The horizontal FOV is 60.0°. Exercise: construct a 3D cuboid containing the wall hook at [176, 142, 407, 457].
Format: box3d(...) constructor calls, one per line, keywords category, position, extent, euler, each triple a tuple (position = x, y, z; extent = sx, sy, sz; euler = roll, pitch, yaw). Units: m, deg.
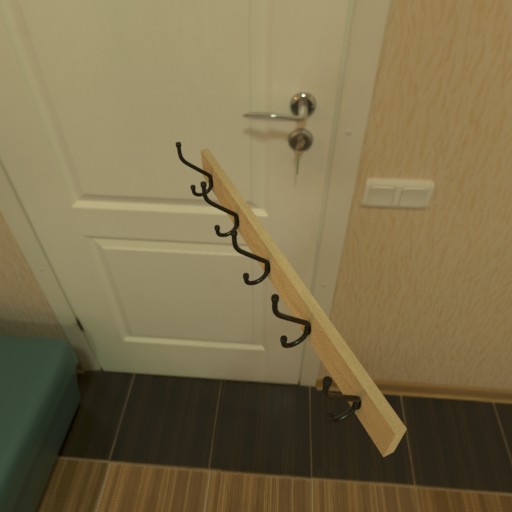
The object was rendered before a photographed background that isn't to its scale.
box3d(category="wall hook", position=(0.000, 0.000, 0.617), extent=(0.071, 0.117, 0.571), euler=(-18, 48, -17))
